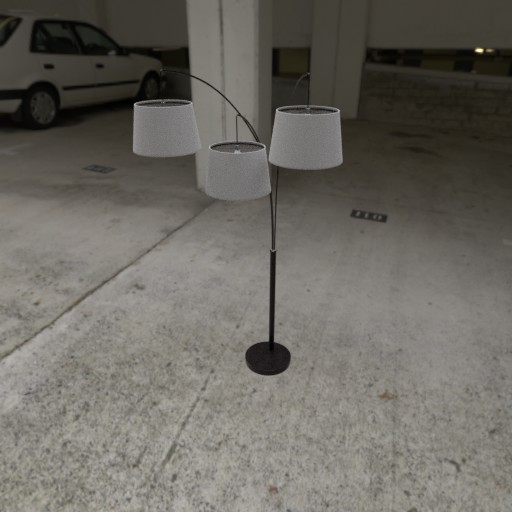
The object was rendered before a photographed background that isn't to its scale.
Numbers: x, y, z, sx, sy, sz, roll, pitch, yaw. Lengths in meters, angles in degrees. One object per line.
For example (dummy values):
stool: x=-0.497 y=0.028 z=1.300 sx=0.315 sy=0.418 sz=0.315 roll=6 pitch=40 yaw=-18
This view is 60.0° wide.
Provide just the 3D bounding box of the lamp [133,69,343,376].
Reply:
lamp: x=0.000 y=0.000 z=2.482 sx=0.951 sy=1.950 sz=0.924 roll=9 pitch=27 yaw=17
